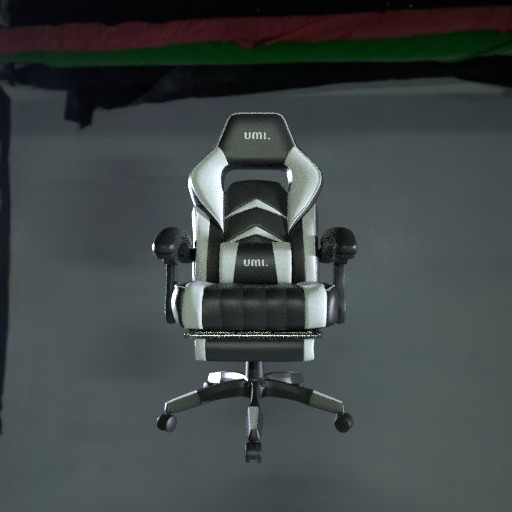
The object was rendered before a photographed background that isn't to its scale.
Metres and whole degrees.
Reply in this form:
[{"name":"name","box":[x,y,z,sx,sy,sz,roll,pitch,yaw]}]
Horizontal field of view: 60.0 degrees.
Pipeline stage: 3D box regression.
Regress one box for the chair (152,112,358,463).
[{"name":"chair","box":[0.000,0.000,1.616,0.676,1.200,0.700,0,1,0]}]
